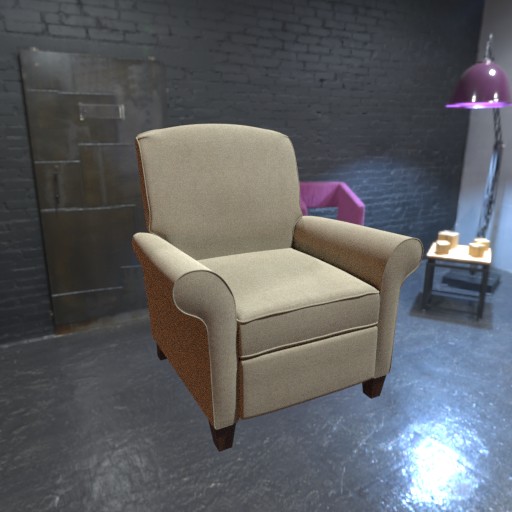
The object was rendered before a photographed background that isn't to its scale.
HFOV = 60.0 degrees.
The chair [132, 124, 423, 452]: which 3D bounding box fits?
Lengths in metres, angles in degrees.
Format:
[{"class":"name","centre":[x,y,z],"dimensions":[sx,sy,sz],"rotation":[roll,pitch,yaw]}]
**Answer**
[{"class":"chair","centre":[0.000,0.000,1.839],"dimensions":[0.978,1.061,0.905],"rotation":[-8,18,-26]}]
